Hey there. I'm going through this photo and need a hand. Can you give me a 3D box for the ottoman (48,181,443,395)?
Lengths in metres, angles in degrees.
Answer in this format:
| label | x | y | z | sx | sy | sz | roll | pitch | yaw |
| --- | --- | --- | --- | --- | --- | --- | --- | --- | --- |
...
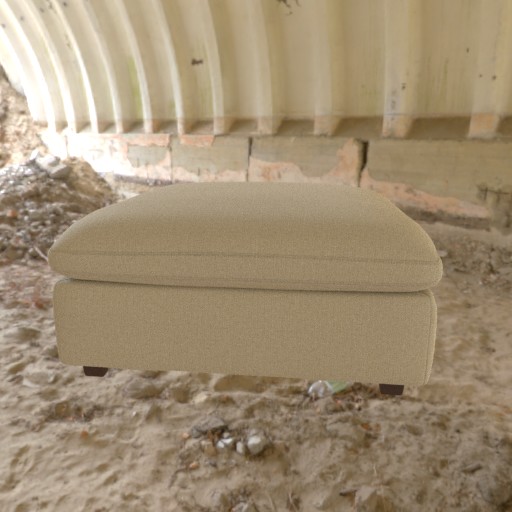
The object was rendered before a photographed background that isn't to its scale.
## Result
| label | x | y | z | sx | sy | sz | roll | pitch | yaw |
| --- | --- | --- | --- | --- | --- | --- | --- | --- | --- |
| ottoman | 0.000 | 0.000 | 1.519 | 0.996 | 0.467 | 0.977 | 2 | 16 | 6 |
